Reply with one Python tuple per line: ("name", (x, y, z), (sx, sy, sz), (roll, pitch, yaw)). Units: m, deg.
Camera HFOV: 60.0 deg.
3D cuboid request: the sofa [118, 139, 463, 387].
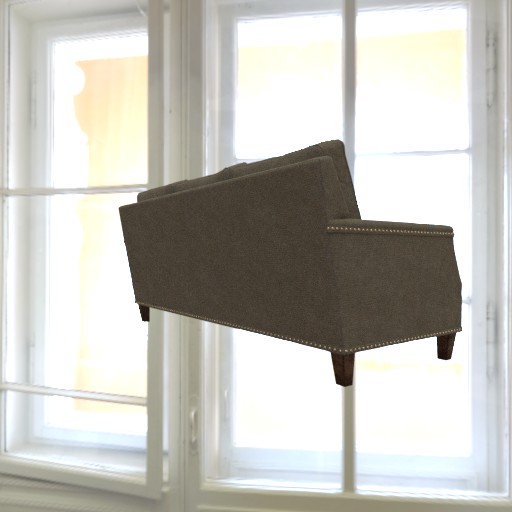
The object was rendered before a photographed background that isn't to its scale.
("sofa", (0.000, 0.000, 2.839), (1.034, 1.042, 2.226), (0, 0, -36))
